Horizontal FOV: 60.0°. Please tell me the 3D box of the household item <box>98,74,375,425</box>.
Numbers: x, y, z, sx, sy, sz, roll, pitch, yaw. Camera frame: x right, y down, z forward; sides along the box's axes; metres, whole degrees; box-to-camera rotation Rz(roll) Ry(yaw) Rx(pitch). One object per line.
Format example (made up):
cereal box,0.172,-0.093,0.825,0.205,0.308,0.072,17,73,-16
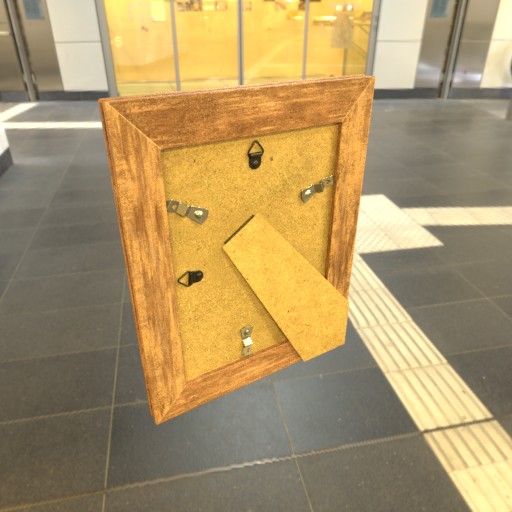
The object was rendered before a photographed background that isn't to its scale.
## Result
household item,0.000,0.000,0.327,0.186,0.237,0.018,-17,33,-27
